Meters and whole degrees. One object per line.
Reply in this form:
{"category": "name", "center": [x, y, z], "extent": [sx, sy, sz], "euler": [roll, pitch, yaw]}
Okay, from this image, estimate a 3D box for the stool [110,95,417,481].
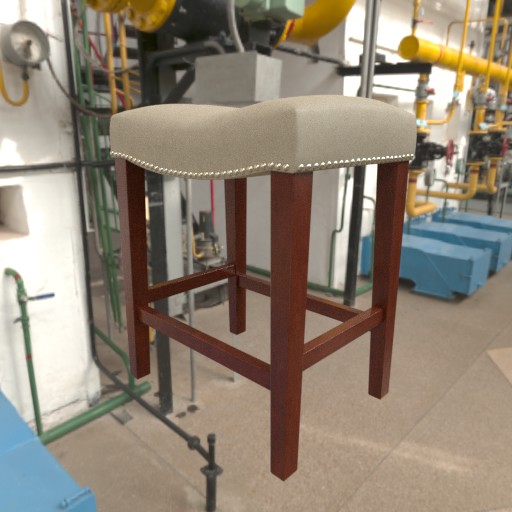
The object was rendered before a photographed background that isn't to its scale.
{"category": "stool", "center": [0.000, 0.000, 0.956], "extent": [0.509, 0.632, 0.375], "euler": [15, 22, 42]}
